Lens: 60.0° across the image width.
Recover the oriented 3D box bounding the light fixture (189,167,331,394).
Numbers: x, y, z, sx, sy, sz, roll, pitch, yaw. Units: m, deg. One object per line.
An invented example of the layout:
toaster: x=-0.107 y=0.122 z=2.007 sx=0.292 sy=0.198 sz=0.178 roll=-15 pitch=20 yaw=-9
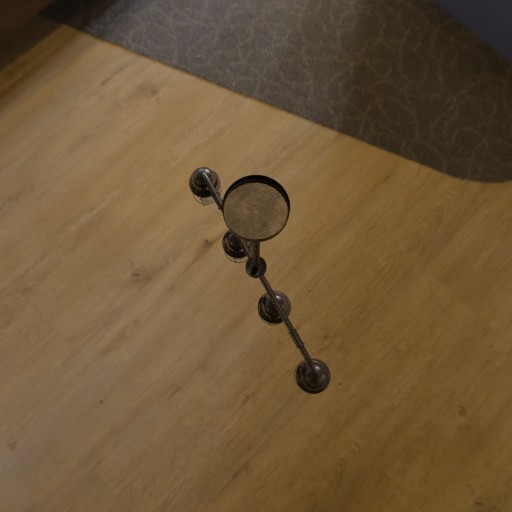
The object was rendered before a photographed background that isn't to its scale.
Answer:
light fixture: x=0.000 y=0.000 z=1.228 sx=0.131 sy=0.785 sz=0.852 roll=-28 pitch=78 yaw=-7
